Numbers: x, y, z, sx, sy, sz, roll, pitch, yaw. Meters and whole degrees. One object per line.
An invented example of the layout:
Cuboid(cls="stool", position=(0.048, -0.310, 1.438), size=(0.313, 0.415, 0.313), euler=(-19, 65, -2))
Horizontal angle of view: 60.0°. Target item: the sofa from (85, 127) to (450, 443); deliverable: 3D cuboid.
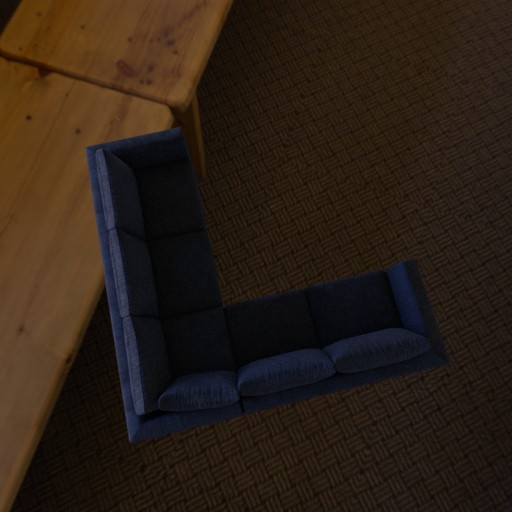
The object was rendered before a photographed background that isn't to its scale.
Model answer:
Cuboid(cls="sofa", position=(0.000, 0.000, 3.846), size=(2.472, 0.988, 2.463), euler=(-13, 75, -3))
